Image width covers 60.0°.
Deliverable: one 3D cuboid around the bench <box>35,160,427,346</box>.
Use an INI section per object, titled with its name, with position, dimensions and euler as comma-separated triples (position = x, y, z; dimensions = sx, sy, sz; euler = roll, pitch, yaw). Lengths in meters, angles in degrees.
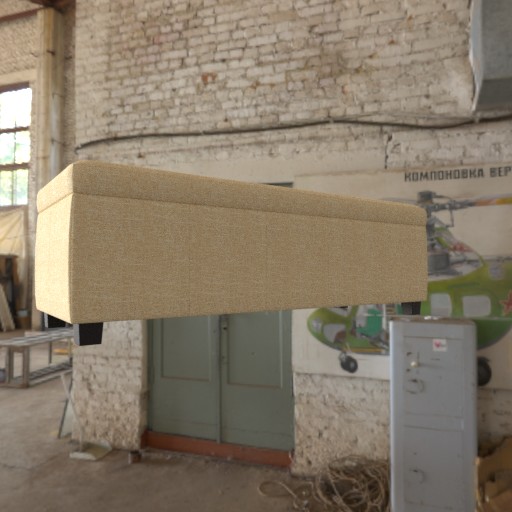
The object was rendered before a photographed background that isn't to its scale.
[bench]
position = 0.000, 0.000, 1.417
dimensions = 1.219, 0.406, 0.432
euler = 1, -2, -35
